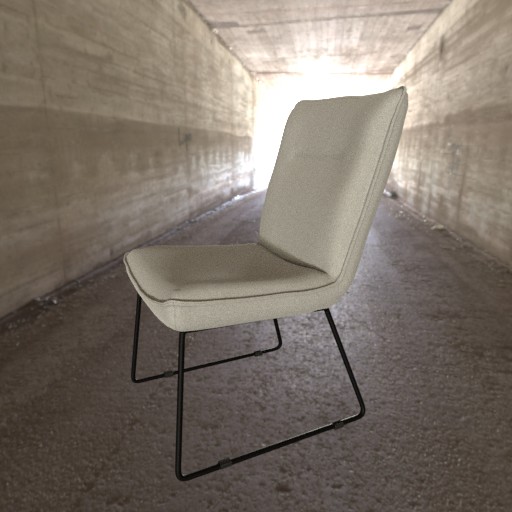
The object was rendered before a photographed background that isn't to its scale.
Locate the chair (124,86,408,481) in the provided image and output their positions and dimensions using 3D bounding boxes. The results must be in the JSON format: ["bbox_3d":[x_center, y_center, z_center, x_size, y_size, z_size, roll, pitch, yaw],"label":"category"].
[{"bbox_3d":[0.000,0.000,1.304,0.688,0.930,0.515,-7,16,-26],"label":"chair"}]
